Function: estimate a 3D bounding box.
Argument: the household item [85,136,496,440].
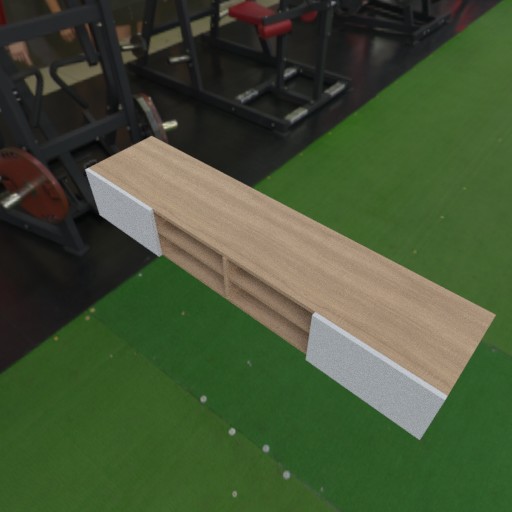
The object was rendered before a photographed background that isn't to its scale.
[{"bbox_3d":[0.000,0.000,1.971,1.850,0.310,0.420,31,53,27],"label":"household item"}]
